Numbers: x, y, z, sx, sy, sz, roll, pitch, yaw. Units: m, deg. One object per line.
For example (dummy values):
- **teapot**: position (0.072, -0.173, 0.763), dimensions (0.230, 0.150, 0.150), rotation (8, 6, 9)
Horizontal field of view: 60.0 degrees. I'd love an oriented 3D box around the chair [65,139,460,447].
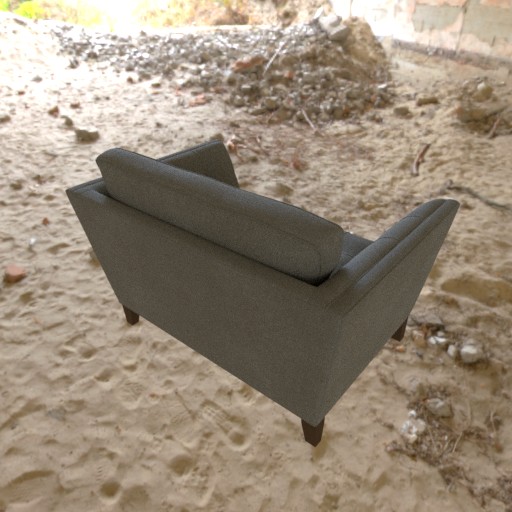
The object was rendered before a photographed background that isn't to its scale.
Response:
- **chair**: position (0.000, 0.000, 2.037), dimensions (1.396, 0.942, 0.965), rotation (23, 38, 33)
